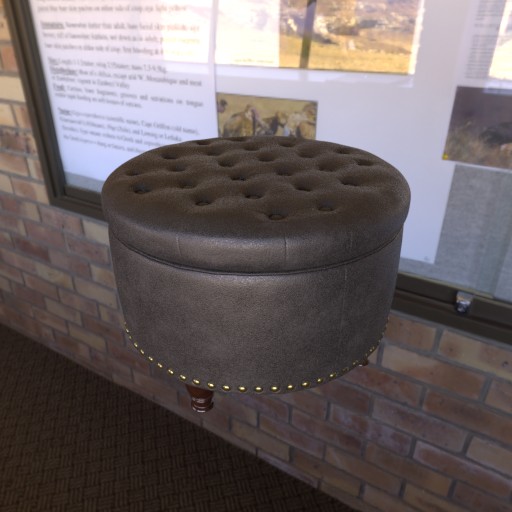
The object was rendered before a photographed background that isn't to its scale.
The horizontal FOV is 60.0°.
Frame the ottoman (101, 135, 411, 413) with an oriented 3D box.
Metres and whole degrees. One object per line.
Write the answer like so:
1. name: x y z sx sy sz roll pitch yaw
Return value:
1. ottoman: 0.000 0.000 1.037 0.637 0.442 0.637 0 28 0
